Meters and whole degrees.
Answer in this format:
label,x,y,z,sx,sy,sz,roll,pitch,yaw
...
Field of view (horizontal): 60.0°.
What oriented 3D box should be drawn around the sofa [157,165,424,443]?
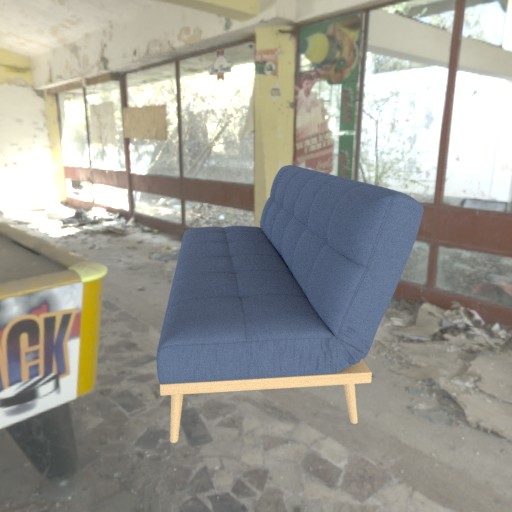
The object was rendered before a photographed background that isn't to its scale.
label,x,y,z,sx,sy,sz,roll,pitch,yaw
sofa,0.000,0.000,2.174,0.796,0.800,1.800,-2,14,-6
